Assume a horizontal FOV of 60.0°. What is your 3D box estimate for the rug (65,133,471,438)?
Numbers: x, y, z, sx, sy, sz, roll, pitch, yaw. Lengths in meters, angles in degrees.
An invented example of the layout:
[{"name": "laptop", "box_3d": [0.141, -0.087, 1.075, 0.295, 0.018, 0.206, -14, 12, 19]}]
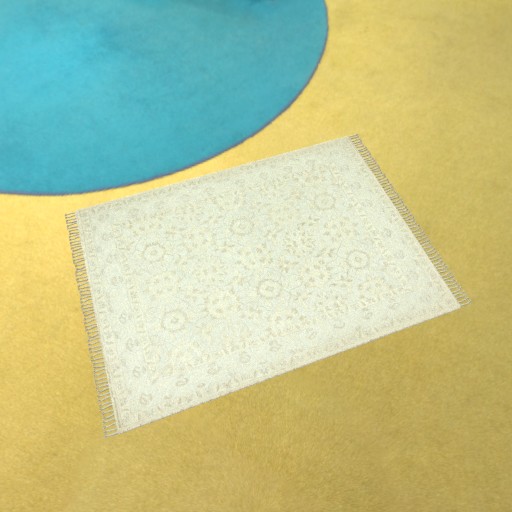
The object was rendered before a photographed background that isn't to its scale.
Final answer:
[{"name": "rug", "box_3d": [0.000, 0.000, 2.274, 1.771, 0.015, 1.223, -17, 61, -10]}]
